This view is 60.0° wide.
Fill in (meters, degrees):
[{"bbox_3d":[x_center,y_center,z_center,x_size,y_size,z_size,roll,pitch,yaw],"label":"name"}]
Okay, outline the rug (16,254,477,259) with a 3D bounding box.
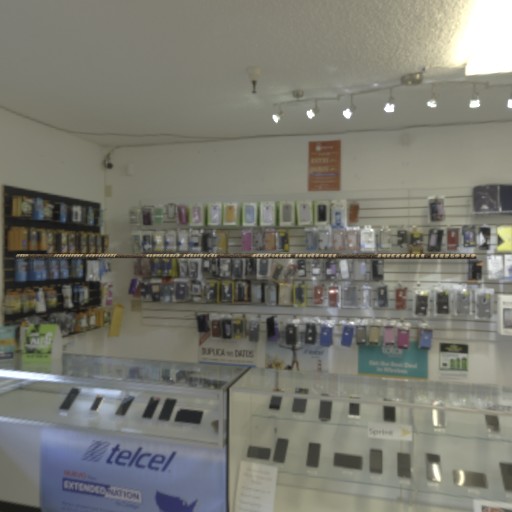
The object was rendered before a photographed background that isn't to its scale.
[{"bbox_3d":[0.000,0.000,2.238,1.833,0.016,1.210,0,0,17],"label":"rug"}]
